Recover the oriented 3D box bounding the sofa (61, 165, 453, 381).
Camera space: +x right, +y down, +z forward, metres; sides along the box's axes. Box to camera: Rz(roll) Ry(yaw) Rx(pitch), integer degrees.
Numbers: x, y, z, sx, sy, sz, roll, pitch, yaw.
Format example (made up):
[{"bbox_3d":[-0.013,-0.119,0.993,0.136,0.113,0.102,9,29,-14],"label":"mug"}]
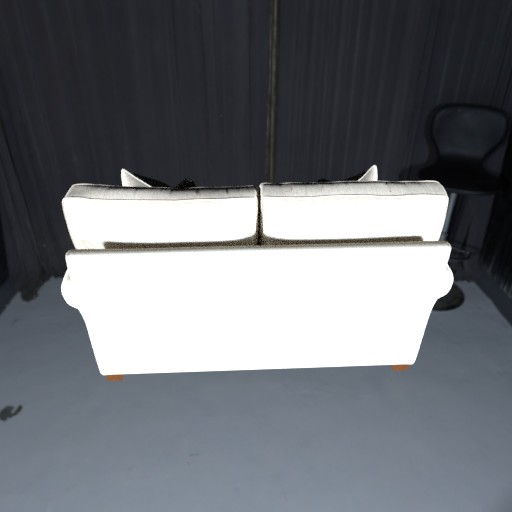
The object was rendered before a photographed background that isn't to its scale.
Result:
[{"bbox_3d":[0.000,0.000,2.294,1.701,0.966,0.966,-1,30,-2],"label":"sofa"}]
